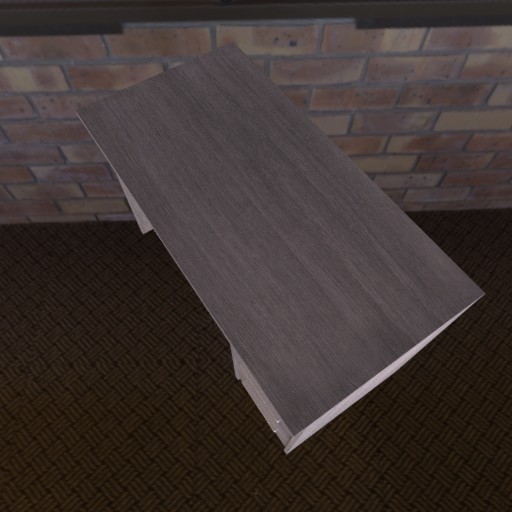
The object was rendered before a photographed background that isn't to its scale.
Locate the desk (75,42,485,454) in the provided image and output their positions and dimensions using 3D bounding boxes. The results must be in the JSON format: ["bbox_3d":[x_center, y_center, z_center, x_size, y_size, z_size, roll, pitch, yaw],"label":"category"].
[{"bbox_3d":[0.000,0.000,1.506,0.560,0.735,1.097,-31,66,-15],"label":"desk"}]
